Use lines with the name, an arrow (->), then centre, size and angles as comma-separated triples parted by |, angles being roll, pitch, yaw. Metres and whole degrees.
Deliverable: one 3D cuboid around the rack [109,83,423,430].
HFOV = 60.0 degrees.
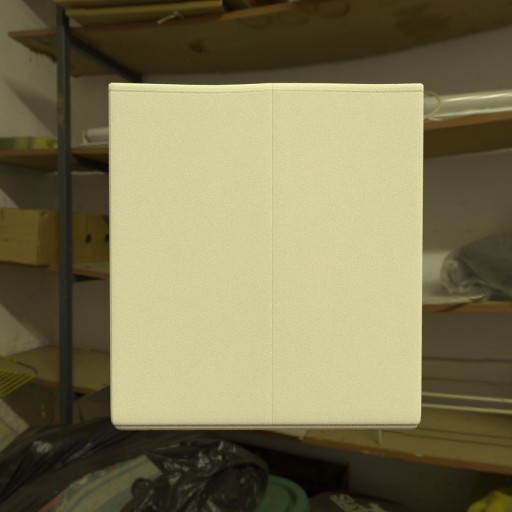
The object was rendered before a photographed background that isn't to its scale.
rack -> 0.000, 0.000, 0.486 | 0.270, 0.280, 0.270 | 0, 1, 0
